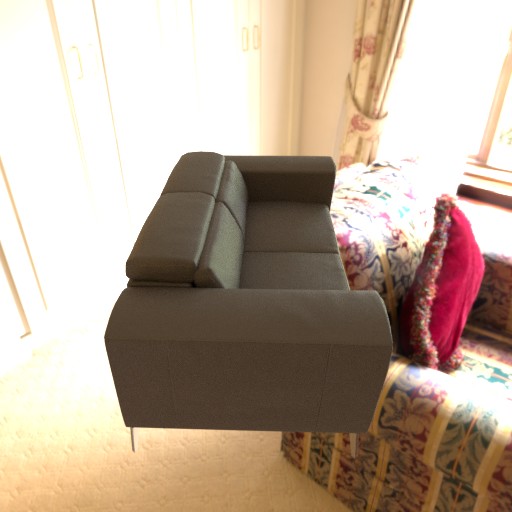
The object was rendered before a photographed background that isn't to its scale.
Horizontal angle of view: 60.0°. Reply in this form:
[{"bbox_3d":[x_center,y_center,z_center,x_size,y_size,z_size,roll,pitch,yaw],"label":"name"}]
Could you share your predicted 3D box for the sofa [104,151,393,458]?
[{"bbox_3d":[0.000,0.000,2.392,1.003,0.779,1.895,1,32,1],"label":"sofa"}]
